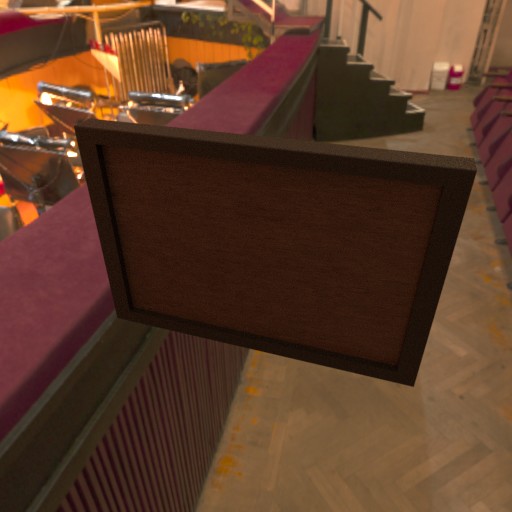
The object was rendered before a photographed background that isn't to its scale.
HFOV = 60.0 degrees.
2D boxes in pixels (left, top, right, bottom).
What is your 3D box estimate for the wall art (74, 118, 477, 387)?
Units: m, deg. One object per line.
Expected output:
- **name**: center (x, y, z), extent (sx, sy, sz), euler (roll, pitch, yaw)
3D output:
- **wall art**: center (0.000, 0.000, 0.855), extent (0.671, 0.456, 0.051), euler (10, 35, 15)
